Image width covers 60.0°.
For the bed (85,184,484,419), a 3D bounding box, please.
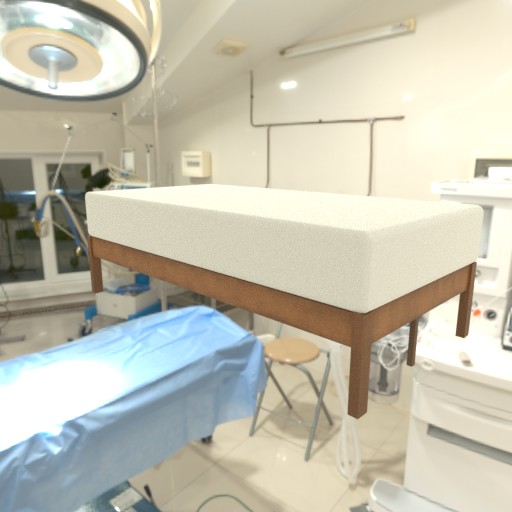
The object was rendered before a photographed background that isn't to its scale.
[{"bbox_3d":[0.000,0.000,2.346,1.902,0.616,0.961,13,18,43],"label":"bed"}]
